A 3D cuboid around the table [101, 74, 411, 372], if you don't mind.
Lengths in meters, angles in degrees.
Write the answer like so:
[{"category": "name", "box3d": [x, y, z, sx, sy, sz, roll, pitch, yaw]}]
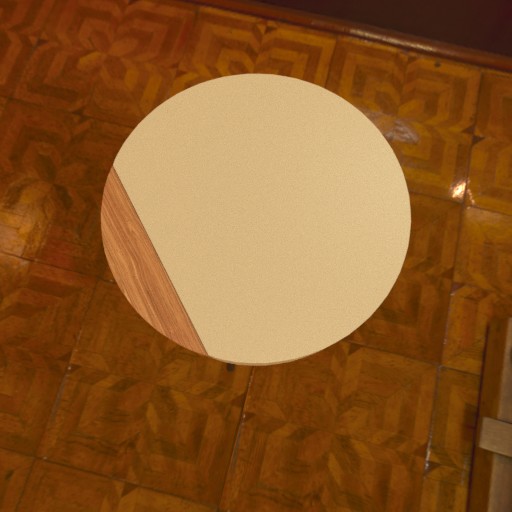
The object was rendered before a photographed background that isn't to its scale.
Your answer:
[{"category": "table", "box3d": [0.000, 0.000, 0.873, 0.450, 0.525, 0.450, 0, 74, 0]}]
